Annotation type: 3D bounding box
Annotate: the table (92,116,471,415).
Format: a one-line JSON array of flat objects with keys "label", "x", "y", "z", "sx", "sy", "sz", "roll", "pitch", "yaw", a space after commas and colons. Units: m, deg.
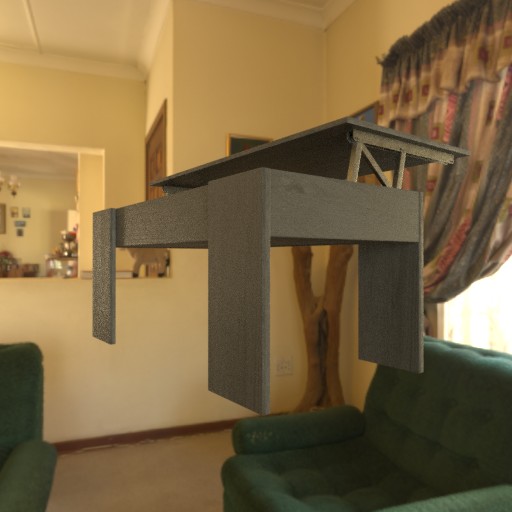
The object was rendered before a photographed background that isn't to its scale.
[{"label": "table", "x": 0.000, "y": 0.000, "z": 1.391, "sx": 0.711, "sy": 0.570, "sz": 1.000, "roll": 0, "pitch": 0, "yaw": -37}]
